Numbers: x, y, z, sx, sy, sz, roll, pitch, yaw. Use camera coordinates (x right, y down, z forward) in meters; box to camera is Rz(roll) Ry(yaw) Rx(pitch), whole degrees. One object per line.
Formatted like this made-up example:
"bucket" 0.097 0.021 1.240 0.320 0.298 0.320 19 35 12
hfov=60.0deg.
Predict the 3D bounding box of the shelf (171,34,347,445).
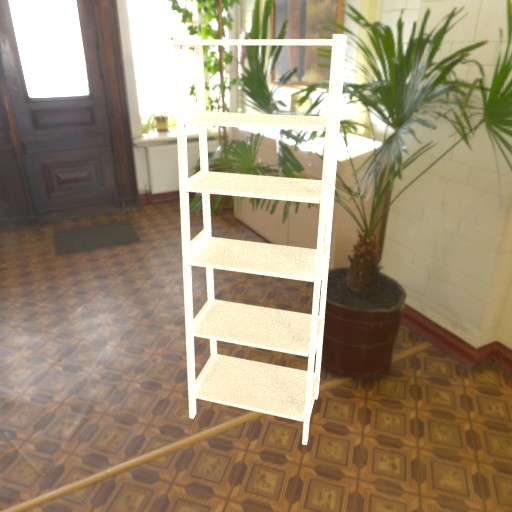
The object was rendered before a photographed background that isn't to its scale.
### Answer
"shelf" 0.000 0.000 2.118 0.660 1.892 0.381 7 26 15
